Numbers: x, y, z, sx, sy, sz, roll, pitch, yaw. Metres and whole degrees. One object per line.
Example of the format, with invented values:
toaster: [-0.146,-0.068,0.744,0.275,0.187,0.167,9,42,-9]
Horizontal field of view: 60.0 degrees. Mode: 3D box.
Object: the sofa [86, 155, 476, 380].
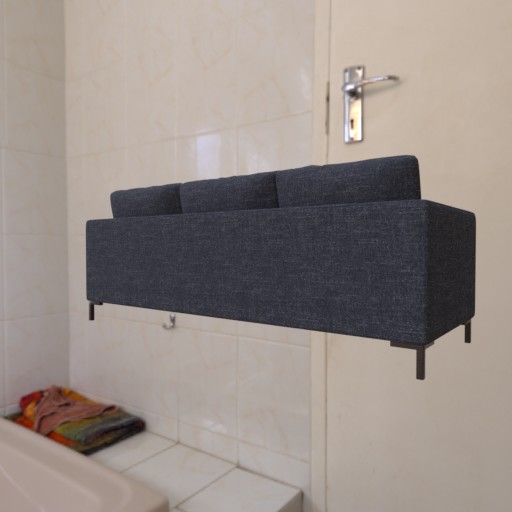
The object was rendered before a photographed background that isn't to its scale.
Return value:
sofa: [0.000,0.000,2.611,2.218,0.874,0.859,1,2,37]
